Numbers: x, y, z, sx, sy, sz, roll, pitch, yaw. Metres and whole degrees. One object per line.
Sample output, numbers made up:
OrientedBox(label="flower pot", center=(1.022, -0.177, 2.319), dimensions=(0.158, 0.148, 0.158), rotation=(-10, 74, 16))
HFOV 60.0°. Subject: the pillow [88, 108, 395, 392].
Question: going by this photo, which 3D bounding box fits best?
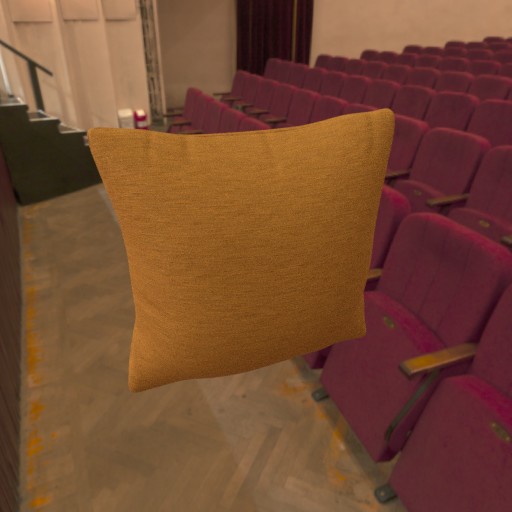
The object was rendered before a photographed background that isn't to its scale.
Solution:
OrientedBox(label="pillow", center=(0.000, 0.000, 0.686), dimensions=(0.435, 0.417, 0.247), rotation=(-9, 29, -17))
